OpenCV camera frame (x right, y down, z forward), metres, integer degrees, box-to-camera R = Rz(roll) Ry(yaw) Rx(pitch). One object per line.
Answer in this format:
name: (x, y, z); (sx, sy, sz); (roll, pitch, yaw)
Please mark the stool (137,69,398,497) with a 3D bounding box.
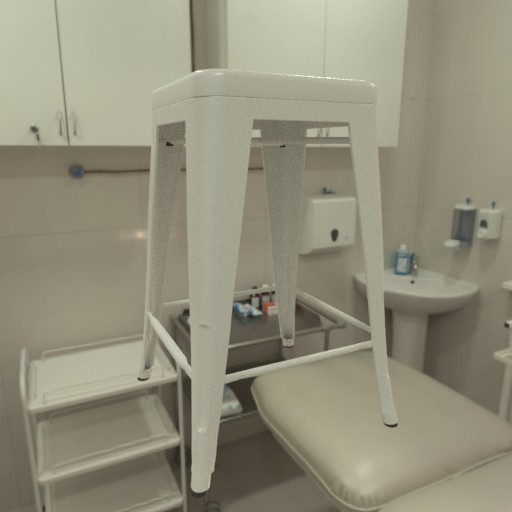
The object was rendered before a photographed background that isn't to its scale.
stool: (0.000, 0.000, 0.847); (0.406, 0.610, 0.406); (-7, 15, -26)
